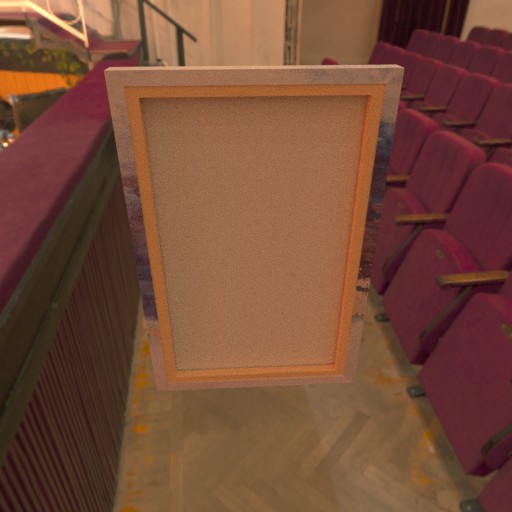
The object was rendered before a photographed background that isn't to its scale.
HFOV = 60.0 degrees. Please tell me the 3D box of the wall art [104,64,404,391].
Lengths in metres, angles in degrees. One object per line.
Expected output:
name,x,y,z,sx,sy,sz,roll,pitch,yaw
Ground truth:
wall art,0.000,0.000,1.105,0.583,0.874,0.048,-2,31,-3
